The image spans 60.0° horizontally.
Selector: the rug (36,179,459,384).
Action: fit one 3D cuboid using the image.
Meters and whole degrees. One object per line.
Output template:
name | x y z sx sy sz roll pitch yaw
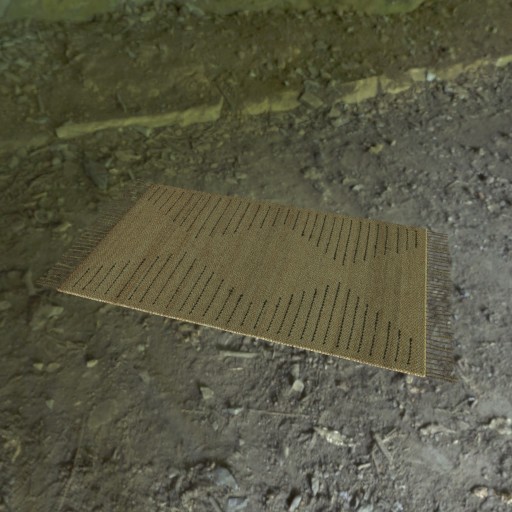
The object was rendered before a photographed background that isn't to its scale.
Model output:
rug | 0.000 0.000 2.027 1.718 0.017 0.905 11 42 13
